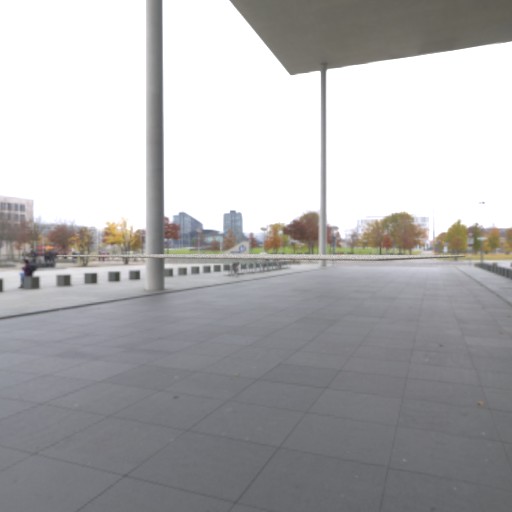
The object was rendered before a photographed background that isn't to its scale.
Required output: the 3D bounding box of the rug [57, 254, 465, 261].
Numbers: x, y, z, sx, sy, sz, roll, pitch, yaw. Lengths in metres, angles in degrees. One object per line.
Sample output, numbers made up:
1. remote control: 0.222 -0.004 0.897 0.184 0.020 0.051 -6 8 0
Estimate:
1. rug: 0.000 0.000 2.967 2.286 0.011 1.524 0 1 37
